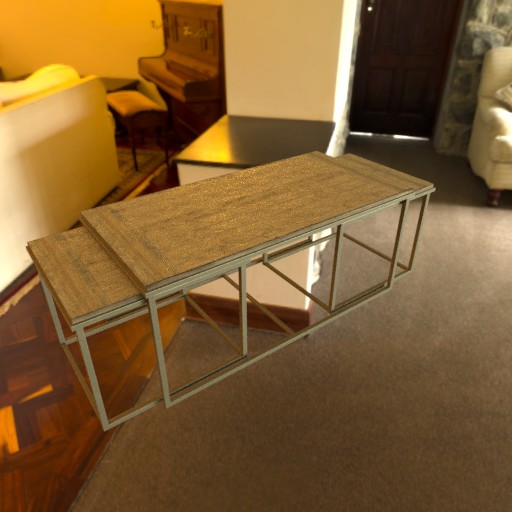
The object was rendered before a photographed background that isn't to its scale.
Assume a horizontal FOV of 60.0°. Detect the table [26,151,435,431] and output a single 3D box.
[{"bbox_3d":[0.000,0.000,1.529,1.312,0.427,0.489,-21,37,-30],"label":"table"}]
